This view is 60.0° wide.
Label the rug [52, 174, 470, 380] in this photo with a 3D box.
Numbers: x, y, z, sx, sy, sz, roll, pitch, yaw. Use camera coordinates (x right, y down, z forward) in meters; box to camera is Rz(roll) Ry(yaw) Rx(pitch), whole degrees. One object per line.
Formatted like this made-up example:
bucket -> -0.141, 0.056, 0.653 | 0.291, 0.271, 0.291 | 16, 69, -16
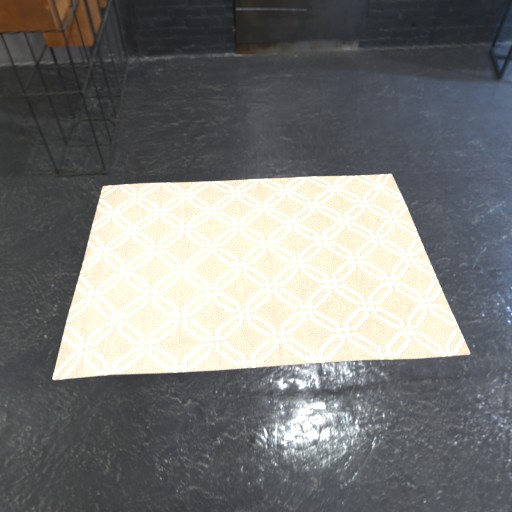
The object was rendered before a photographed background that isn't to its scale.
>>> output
rug -> 0.000, 0.000, 2.746 | 2.135, 0.013, 1.524 | -3, 48, -3
